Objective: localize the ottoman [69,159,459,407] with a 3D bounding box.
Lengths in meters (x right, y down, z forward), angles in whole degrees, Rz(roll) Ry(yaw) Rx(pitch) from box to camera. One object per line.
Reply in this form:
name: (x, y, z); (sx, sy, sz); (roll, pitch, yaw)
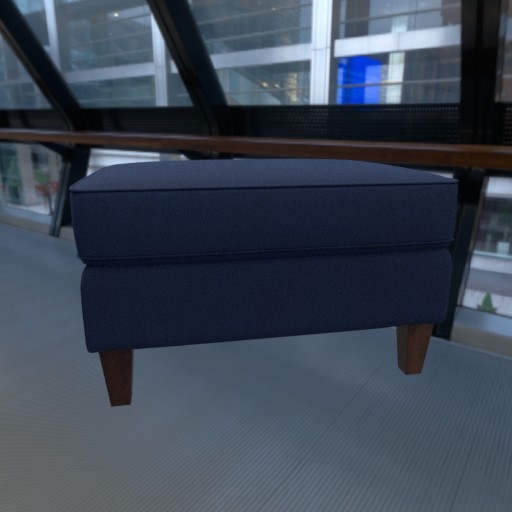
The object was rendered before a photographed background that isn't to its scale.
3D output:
ottoman: (0.000, 0.000, 1.402); (0.965, 0.584, 0.686); (-3, 16, -10)
